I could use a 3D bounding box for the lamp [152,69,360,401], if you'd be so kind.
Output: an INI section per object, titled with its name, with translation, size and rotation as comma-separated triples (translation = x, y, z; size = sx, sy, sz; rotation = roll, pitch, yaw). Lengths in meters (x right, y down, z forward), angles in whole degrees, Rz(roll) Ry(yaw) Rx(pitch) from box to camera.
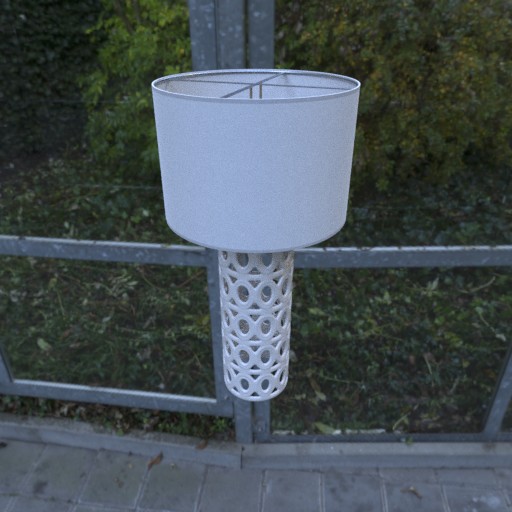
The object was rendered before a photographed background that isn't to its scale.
[lamp]
translation = 0.000, 0.000, 0.859
size = 0.324, 0.636, 0.325
rotation = 10, 31, 17
